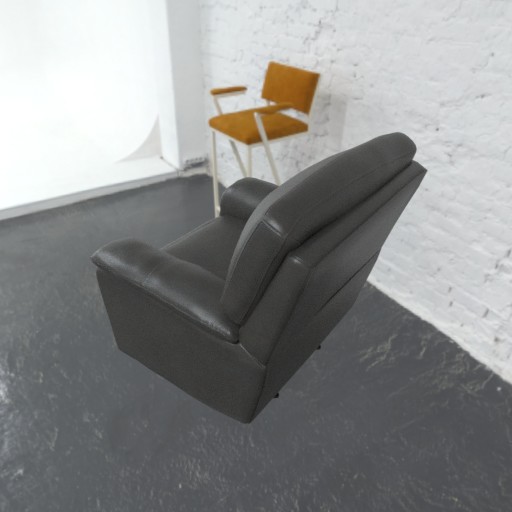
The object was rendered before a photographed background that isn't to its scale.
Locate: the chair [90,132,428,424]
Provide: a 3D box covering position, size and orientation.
[{"bbox_3d":[0.000,0.000,2.011,1.087,1.109,1.096,21,37,30],"label":"chair"}]
